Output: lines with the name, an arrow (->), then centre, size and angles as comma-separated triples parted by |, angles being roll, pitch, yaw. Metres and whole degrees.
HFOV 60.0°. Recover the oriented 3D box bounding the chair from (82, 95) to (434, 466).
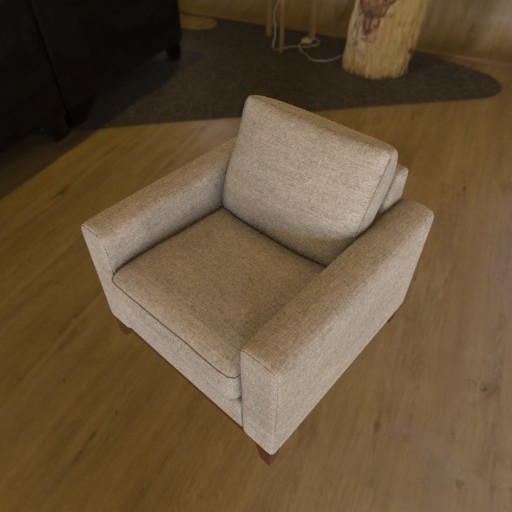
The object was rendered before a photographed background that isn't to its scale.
chair -> 0.000, 0.000, 1.886 | 1.024, 1.010, 1.038 | 32, 53, 28
